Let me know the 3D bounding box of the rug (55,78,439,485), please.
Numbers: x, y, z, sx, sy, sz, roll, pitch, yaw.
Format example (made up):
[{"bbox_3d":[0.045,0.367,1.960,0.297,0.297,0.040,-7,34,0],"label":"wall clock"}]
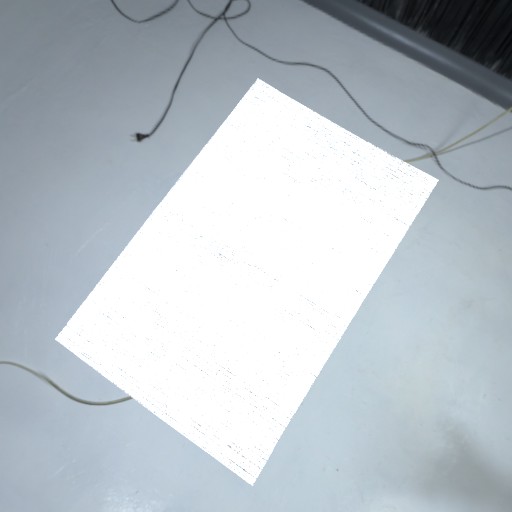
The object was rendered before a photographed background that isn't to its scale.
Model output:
[{"bbox_3d":[0.000,0.000,2.236,1.149,0.021,1.773,33,77,9],"label":"rug"}]
